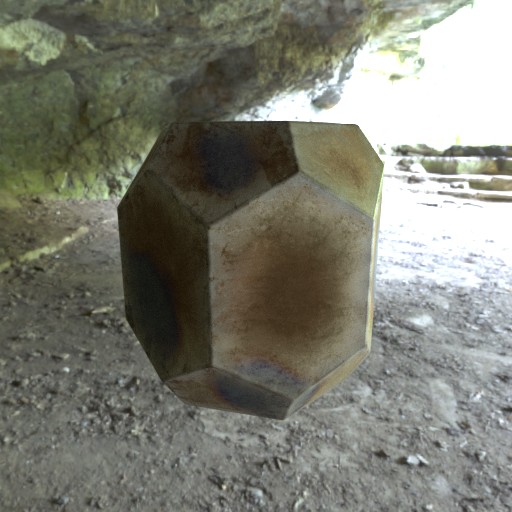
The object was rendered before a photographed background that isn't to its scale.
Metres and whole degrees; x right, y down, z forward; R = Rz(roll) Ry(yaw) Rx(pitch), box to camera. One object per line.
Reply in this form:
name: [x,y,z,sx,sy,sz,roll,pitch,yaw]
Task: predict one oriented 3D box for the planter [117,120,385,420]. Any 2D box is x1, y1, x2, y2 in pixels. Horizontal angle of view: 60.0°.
planter: [0.000,0.000,0.418,0.221,0.238,0.243,-14,20,-43]
